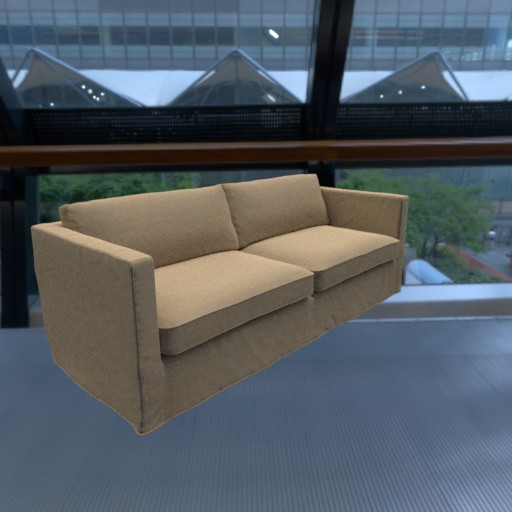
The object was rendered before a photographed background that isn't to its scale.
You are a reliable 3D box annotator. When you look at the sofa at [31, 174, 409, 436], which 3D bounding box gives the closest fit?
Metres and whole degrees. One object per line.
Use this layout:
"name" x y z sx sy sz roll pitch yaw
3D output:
"sofa" 0.000 0.000 2.758 0.962 0.853 2.312 14 21 41
